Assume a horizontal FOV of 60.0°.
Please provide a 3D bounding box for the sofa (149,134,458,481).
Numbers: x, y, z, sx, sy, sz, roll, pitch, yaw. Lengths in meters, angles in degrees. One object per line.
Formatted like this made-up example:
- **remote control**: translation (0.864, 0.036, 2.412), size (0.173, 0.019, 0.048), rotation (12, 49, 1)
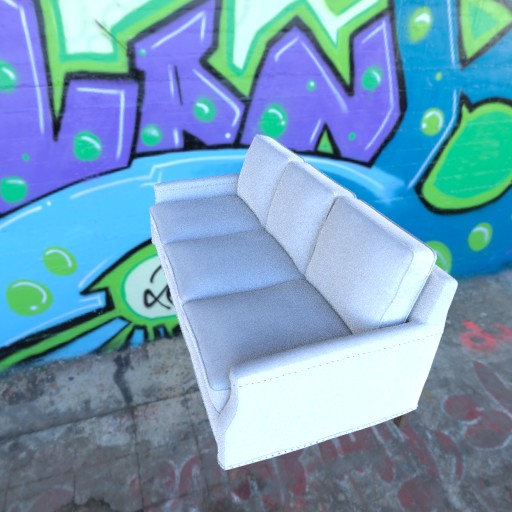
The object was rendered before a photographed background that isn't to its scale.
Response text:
- **sofa**: translation (0.000, 0.000, 2.767), size (1.084, 1.003, 2.246), rotation (-10, 31, -16)
